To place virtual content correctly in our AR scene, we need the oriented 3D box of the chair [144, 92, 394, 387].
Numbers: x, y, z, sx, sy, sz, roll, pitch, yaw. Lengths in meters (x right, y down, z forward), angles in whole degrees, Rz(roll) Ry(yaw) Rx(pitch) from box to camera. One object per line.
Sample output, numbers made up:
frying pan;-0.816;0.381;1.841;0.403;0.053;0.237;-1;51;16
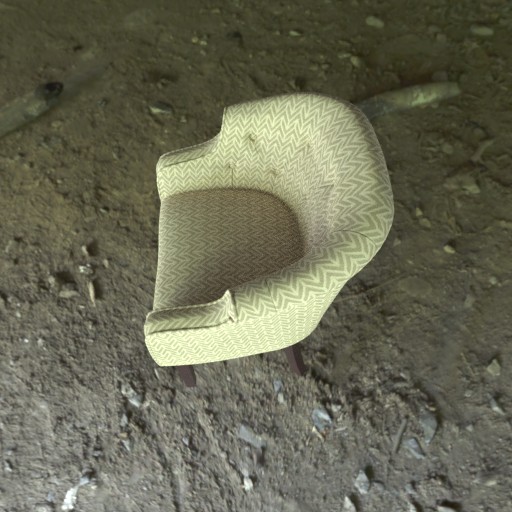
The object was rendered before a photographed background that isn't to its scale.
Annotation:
chair;0.000;0.000;1.361;0.613;0.858;0.686;-3;57;-2
